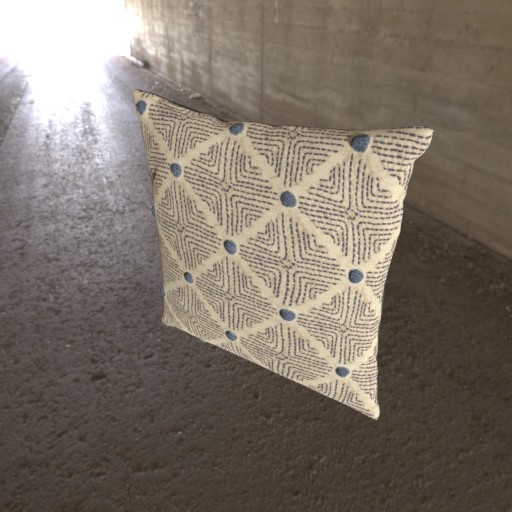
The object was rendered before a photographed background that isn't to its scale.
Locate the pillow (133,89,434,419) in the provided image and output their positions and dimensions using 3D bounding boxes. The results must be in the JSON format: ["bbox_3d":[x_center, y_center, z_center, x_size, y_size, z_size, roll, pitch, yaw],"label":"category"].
[{"bbox_3d":[0.000,0.000,0.773,0.510,0.510,0.145,18,34,28],"label":"pillow"}]
